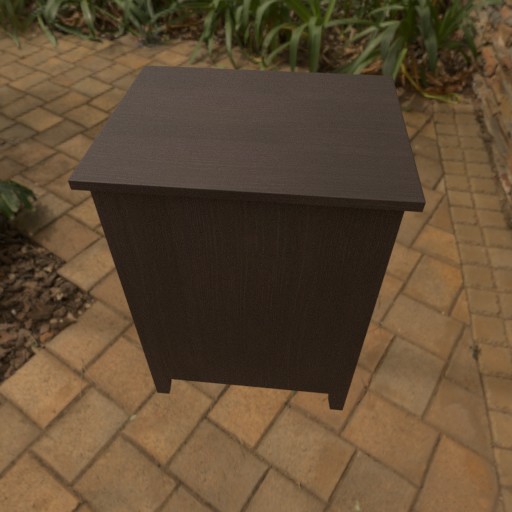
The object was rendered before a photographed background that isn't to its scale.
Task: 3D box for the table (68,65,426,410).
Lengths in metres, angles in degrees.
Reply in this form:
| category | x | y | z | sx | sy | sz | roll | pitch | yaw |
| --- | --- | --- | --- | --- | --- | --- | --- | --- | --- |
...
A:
| category | x | y | z | sx | sy | sz | roll | pitch | yaw |
| --- | --- | --- | --- | --- | --- | --- | --- | --- | --- |
| table | 0.000 | 0.000 | 0.948 | 0.480 | 0.635 | 0.381 | 4 | 46 | 4 |
